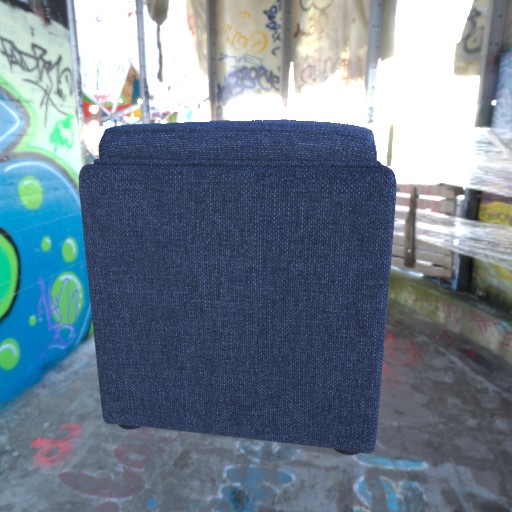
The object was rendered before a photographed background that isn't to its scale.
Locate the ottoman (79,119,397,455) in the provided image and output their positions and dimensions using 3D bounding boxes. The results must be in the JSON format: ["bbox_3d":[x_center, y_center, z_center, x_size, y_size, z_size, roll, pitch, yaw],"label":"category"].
[{"bbox_3d":[0.000,0.000,0.839,0.436,0.493,0.454,3,15,10],"label":"ottoman"}]
